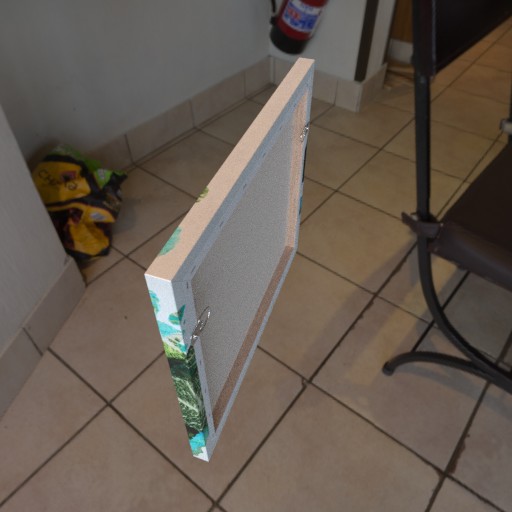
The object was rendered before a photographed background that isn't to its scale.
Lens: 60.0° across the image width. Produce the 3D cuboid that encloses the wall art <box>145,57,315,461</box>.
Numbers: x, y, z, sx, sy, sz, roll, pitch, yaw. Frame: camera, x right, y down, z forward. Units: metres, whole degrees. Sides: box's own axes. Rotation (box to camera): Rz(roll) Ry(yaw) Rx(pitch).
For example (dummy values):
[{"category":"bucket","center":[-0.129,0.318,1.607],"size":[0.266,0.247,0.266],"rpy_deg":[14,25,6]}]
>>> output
[{"category":"wall art","center":[0.000,0.000,1.001],"size":[0.043,0.610,0.711],"rpy_deg":[14,48,14]}]
